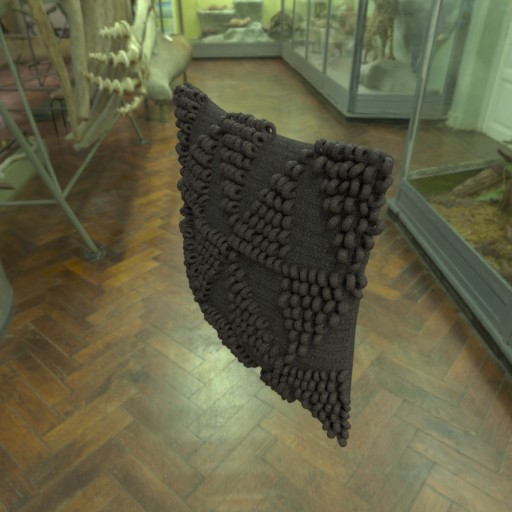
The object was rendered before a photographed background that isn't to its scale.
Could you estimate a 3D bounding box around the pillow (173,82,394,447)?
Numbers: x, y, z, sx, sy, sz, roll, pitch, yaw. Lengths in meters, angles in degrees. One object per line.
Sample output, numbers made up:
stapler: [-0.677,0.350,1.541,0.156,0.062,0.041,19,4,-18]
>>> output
pillow: [0.000,0.000,0.715,0.172,0.467,0.470,-21,37,-30]
